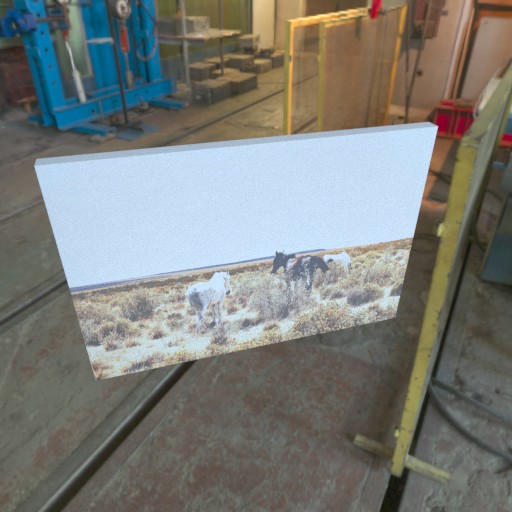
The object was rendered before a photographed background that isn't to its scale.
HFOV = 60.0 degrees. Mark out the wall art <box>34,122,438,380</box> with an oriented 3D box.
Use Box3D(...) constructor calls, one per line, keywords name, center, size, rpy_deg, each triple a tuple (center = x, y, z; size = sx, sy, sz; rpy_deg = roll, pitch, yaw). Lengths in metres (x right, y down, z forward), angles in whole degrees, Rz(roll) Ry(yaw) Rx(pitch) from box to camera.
Box3D(name="wall art", center=(0.000, 0.000, 1.437), size=(1.138, 0.761, 0.051), rpy_deg=(-9, 34, -14))
